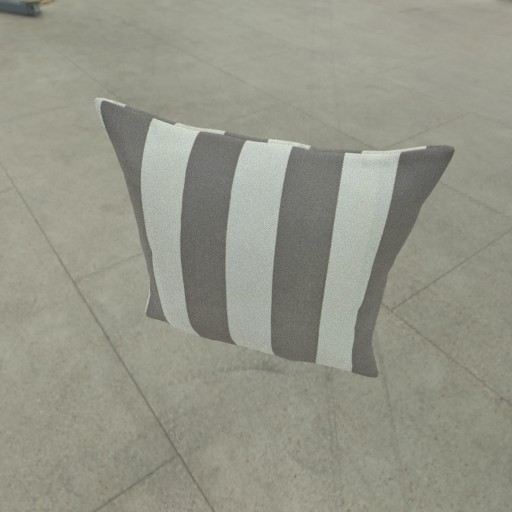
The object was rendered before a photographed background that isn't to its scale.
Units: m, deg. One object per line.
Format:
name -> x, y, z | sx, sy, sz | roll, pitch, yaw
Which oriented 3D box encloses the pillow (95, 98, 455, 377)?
pillow -> 0.000, 0.000, 0.780 | 0.522, 0.507, 0.192 | 12, 43, 13
